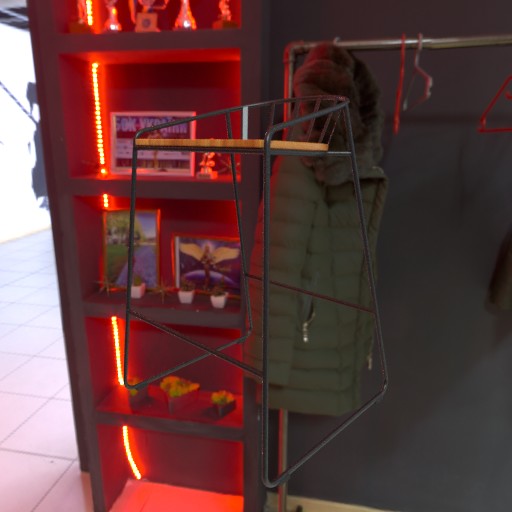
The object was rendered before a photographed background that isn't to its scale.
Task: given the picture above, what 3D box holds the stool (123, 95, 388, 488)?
[{"bbox_3d":[0.000,0.000,1.152,0.546,0.812,0.521,14,20,41],"label":"stool"}]
